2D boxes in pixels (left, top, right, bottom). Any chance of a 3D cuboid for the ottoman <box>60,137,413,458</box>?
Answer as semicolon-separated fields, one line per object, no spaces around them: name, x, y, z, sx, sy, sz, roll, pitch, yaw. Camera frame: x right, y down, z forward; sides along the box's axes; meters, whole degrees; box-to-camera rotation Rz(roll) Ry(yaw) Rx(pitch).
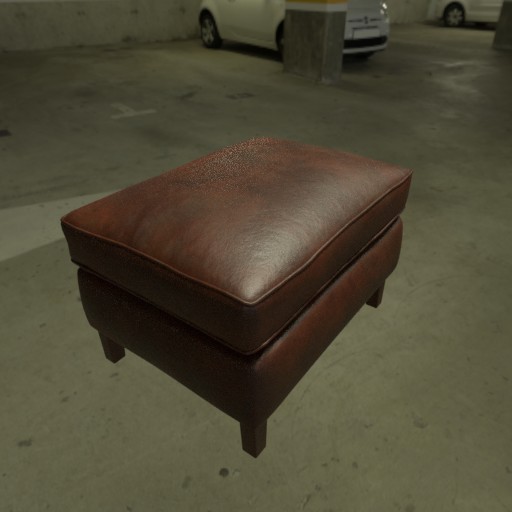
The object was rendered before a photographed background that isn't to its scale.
ottoman;0.000;0.000;1.023;0.501;0.432;0.665;21;38;30
